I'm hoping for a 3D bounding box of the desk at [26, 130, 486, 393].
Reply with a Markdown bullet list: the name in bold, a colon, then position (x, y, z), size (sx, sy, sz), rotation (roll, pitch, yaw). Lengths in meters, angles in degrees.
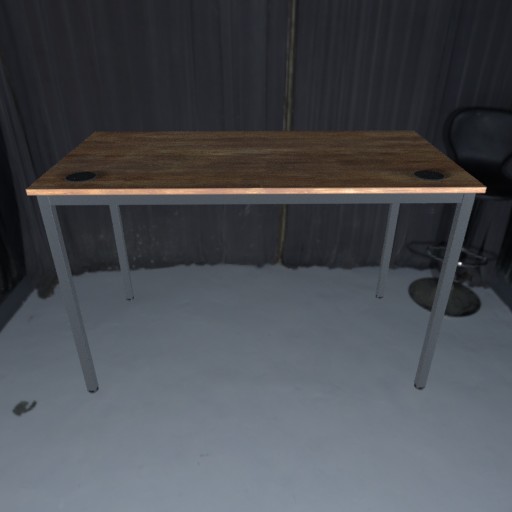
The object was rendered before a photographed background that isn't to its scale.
- **desk**: position (0.000, 0.000, 1.595), size (1.200, 0.749, 0.600), rotation (0, 30, -1)
